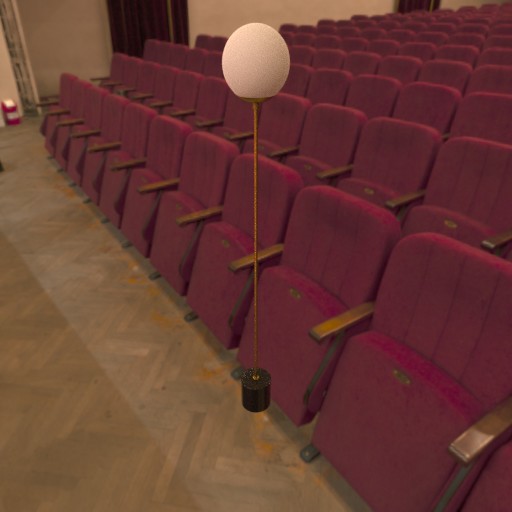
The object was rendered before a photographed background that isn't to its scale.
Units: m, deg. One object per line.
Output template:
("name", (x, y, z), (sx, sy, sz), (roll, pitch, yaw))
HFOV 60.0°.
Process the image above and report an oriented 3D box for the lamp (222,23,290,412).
("lamp", (0.000, 0.000, 1.877), (0.229, 1.748, 0.229), (-18, 35, -29))
